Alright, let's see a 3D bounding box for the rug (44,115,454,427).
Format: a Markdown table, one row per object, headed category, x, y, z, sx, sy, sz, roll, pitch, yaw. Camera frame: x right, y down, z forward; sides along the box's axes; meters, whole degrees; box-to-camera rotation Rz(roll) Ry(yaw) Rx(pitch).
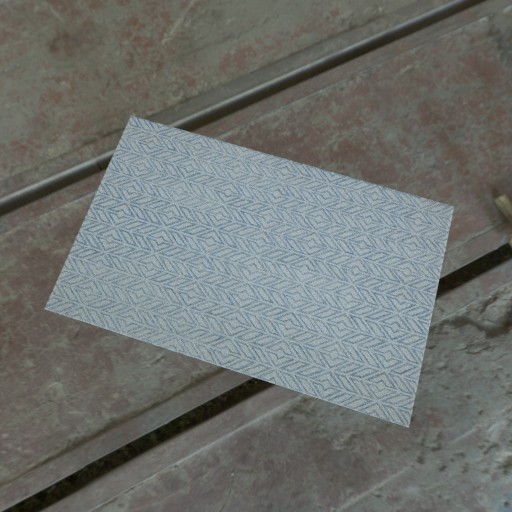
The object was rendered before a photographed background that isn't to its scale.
| category | x | y | z | sx | sy | sz | roll | pitch | yaw |
| --- | --- | --- | --- | --- | --- | --- | --- | --- | --- |
| rug | 0.000 | 0.000 | 3.019 | 2.441 | 0.008 | 1.526 | 17 | 75 | 5 |
